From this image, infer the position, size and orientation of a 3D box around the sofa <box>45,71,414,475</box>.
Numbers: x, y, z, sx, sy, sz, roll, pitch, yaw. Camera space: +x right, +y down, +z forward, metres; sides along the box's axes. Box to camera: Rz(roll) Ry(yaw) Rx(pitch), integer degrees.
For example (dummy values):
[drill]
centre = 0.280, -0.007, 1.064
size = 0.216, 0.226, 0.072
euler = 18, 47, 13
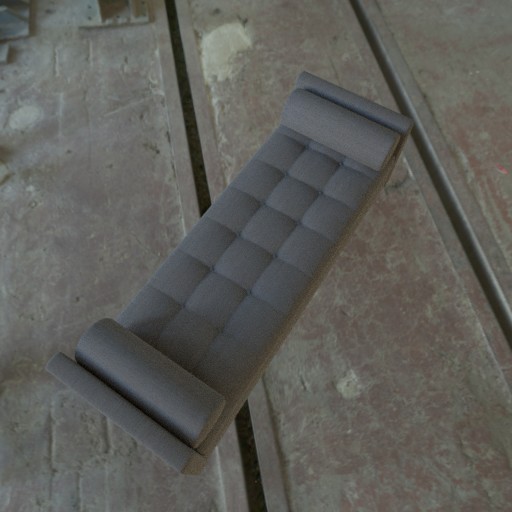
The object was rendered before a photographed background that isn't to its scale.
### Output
[sofa]
centre = 0.000, 0.000, 2.276
size = 0.686, 0.635, 1.981
euler = 30, 67, 14
